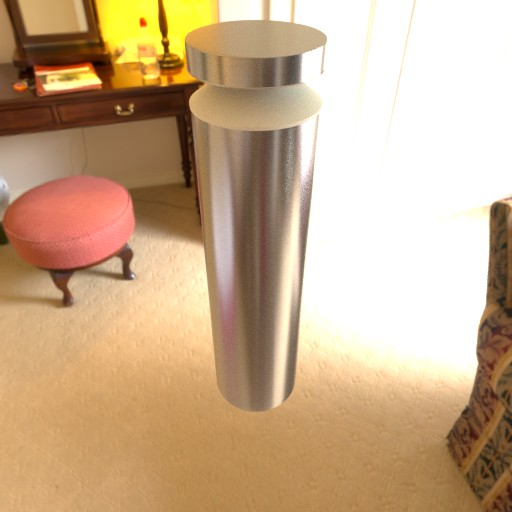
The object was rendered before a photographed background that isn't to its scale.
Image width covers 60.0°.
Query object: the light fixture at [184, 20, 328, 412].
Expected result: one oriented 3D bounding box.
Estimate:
[{"bbox_3d":[0.000,0.000,0.438,0.102,0.400,0.102,26,46,27],"label":"light fixture"}]
